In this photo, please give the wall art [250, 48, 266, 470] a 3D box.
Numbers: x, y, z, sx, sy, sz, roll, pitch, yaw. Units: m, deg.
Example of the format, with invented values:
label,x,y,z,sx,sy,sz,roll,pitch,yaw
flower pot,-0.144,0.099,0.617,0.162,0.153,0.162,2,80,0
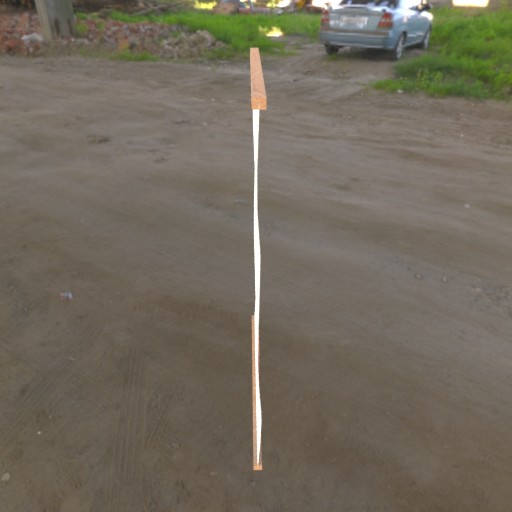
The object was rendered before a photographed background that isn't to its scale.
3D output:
label,x,y,z,sx,sy,sz,roll,pitch,yaw
wall art,0.000,0.000,0.637,0.012,0.508,0.332,0,32,-1
